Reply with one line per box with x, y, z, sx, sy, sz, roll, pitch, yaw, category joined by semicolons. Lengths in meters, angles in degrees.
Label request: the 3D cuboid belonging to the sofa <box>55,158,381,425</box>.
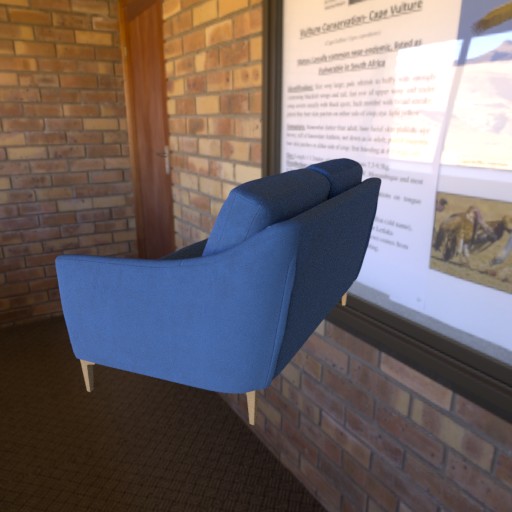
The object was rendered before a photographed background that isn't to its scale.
0.000;0.000;2.223;0.960;0.902;1.619;8;19;25;sofa
